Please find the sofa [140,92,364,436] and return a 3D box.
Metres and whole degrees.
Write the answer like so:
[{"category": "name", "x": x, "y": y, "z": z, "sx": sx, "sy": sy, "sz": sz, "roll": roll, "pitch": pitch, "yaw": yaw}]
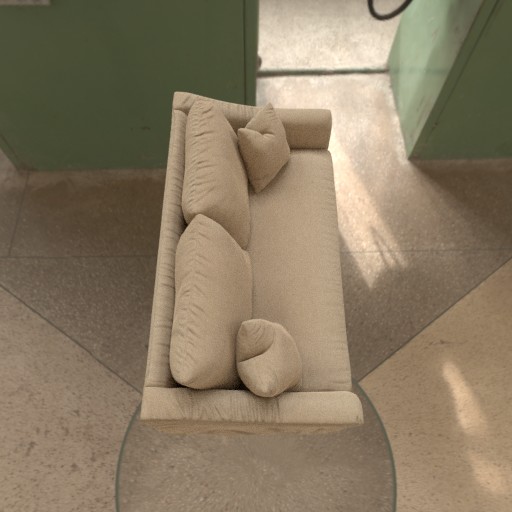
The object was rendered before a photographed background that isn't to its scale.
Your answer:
[{"category": "sofa", "x": 0.000, "y": 0.000, "z": 2.719, "sx": 1.072, "sy": 1.018, "sz": 2.010, "roll": 0, "pitch": 64, "yaw": 0}]
